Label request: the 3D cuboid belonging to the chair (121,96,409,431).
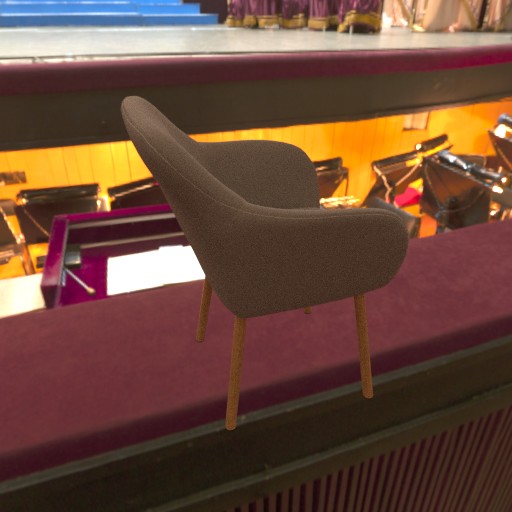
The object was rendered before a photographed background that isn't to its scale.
[{"bbox_3d":[0.000,0.000,1.211,0.590,0.830,0.570,-10,32,-16],"label":"chair"}]
